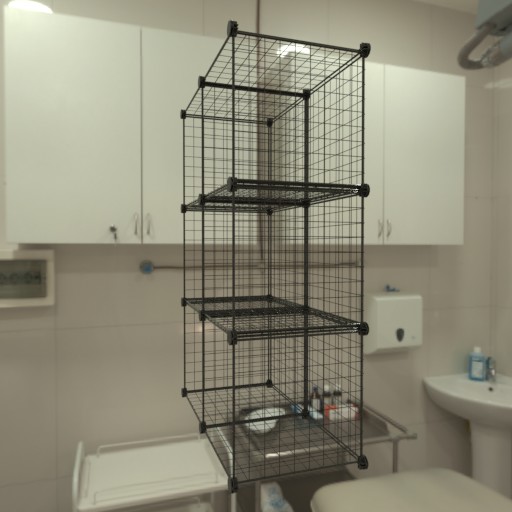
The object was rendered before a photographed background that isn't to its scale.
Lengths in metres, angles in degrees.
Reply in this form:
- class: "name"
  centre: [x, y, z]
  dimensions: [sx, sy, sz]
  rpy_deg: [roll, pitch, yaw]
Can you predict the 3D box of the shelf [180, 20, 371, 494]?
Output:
- class: "shelf"
  centre: [0.000, 0.000, 1.378]
  dimensions: [0.356, 1.067, 0.711]
  rpy_deg: [0, 1, -19]
